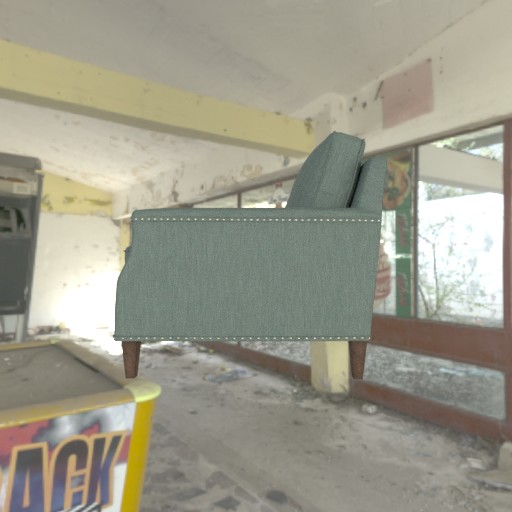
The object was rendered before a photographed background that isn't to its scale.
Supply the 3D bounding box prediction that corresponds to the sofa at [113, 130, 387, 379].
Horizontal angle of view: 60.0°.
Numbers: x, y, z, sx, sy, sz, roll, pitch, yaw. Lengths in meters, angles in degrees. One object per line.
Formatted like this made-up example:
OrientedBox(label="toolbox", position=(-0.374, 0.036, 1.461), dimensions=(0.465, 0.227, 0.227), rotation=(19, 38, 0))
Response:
OrientedBox(label="sofa", position=(0.000, 0.000, 2.800), dimensions=(1.084, 1.003, 2.246), rotation=(0, -1, 1))
